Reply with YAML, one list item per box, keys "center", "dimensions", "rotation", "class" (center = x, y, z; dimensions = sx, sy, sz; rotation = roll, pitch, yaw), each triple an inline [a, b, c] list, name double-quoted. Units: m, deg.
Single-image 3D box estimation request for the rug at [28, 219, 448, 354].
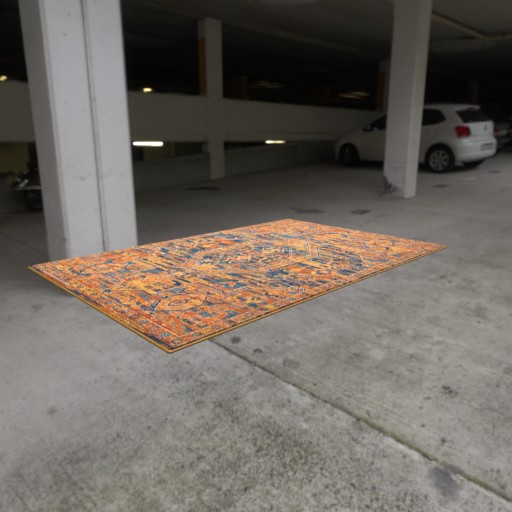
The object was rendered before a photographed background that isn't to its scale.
- center: [0.000, 0.000, 2.186]
  dimensions: [1.758, 0.013, 1.148]
  rotation: [-14, 20, -42]
  class: "rug"
